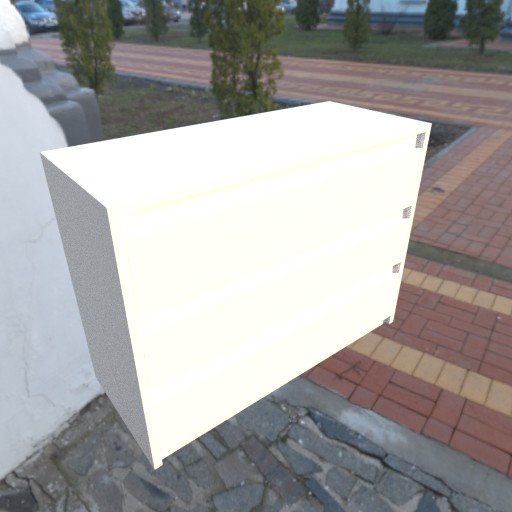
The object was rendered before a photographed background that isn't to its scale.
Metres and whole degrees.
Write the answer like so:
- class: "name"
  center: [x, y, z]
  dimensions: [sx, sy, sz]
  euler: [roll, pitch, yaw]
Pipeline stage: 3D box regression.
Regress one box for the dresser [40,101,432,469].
- class: "dresser"
  center: [0.000, 0.000, 1.519]
  dimensions: [1.100, 0.820, 0.460]
  euler: [-21, 36, -32]
